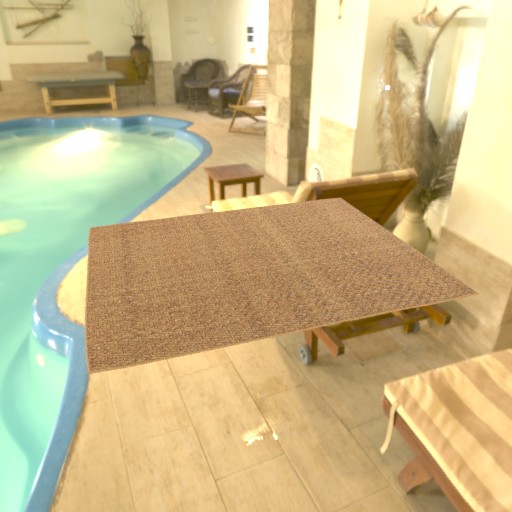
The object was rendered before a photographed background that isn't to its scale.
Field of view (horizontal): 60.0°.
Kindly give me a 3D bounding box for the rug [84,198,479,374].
[{"bbox_3d":[0.000,0.000,4.191,3.048,0.013,2.439,-9,28,-16],"label":"rug"}]
